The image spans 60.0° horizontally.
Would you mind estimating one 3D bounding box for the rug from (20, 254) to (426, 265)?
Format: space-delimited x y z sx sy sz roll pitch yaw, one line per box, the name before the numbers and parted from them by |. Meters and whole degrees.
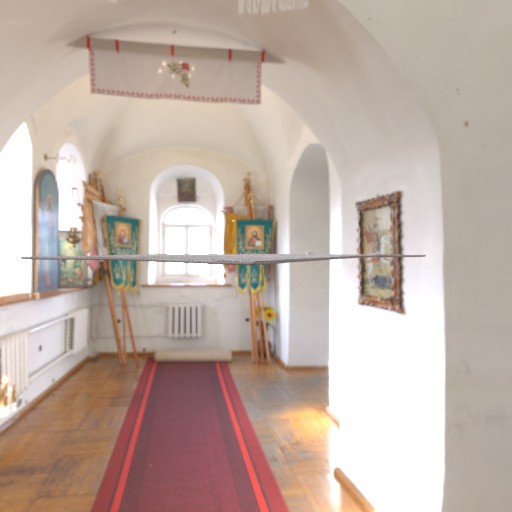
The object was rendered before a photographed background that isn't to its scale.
rug | 0.000 0.000 2.955 1.604 0.030 2.307 1 1 35
